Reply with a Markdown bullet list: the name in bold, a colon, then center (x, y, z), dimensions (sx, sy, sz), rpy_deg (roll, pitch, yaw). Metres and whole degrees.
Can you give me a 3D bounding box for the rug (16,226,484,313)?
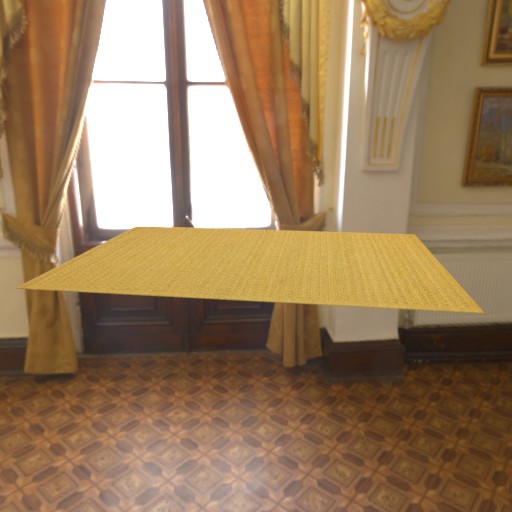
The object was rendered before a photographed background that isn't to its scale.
- **rug**: center (0.000, 0.000, 3.651), dimensions (2.895, 0.006, 1.981), rpy_deg (2, 16, 8)
